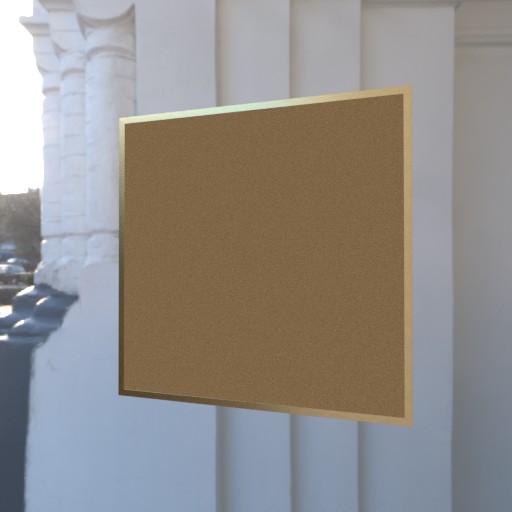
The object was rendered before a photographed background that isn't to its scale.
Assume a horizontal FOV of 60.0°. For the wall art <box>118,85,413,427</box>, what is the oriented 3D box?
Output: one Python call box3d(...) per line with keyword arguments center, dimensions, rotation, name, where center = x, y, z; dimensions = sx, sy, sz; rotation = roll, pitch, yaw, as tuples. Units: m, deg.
box3d(center=(0.000, 0.000, 0.459), dimensions=(0.304, 0.304, 0.038), rotation=(0, -1, 18), name="wall art")
